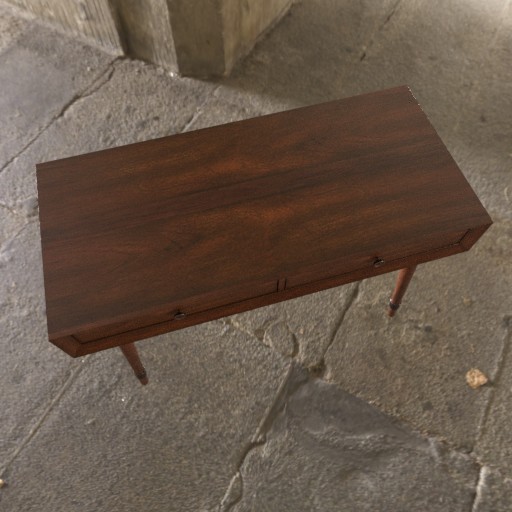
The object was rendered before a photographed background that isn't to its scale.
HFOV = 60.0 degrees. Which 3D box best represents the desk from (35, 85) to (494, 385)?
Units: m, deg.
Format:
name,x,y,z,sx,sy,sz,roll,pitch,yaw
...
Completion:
name,x,y,z,sx,sy,sz,roll,pitch,yaw
desk,0.000,0.000,2.118,1.577,1.031,0.734,-14,63,-7
